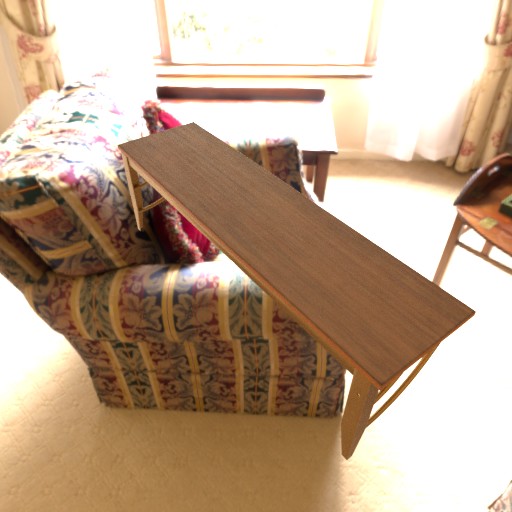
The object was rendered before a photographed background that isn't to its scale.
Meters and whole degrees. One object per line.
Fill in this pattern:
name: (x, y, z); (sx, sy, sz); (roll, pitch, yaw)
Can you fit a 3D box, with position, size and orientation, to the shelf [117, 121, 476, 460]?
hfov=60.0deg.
shelf: (0.000, 0.000, 0.733); (0.166, 0.190, 0.636); (-27, 48, -27)
